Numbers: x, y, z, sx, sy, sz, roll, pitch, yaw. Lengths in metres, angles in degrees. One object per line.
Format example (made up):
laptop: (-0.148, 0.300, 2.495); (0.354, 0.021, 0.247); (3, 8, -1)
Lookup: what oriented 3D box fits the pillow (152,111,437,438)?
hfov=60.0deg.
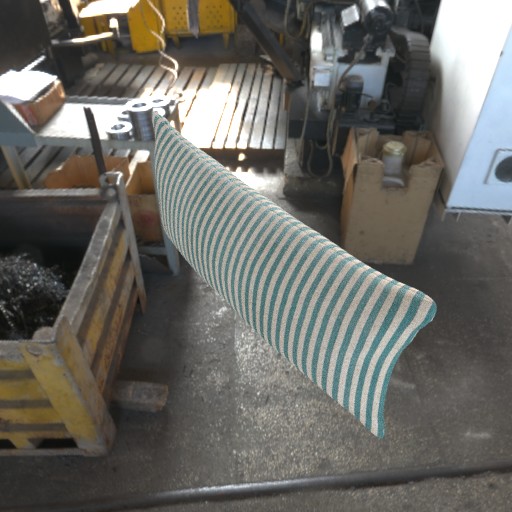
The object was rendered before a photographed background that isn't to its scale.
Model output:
pillow: (0.000, 0.000, 0.741); (0.151, 0.295, 0.617); (-28, 48, -28)
